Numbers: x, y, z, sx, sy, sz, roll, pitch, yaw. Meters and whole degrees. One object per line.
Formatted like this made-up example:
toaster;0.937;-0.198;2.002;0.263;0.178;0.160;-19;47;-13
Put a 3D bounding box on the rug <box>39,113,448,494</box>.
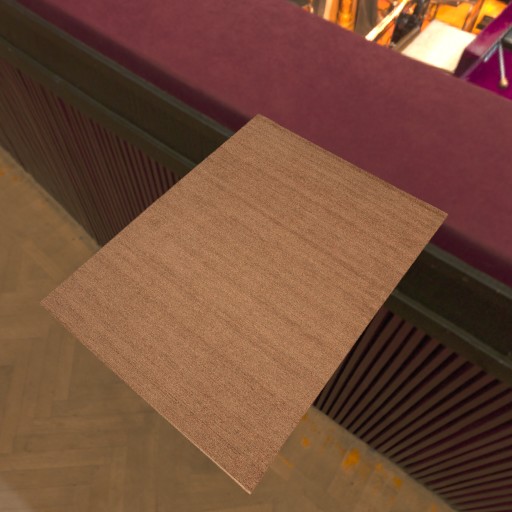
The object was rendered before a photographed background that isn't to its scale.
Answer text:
rug;0.000;0.000;4.974;2.873;0.053;3.778;34;64;19
